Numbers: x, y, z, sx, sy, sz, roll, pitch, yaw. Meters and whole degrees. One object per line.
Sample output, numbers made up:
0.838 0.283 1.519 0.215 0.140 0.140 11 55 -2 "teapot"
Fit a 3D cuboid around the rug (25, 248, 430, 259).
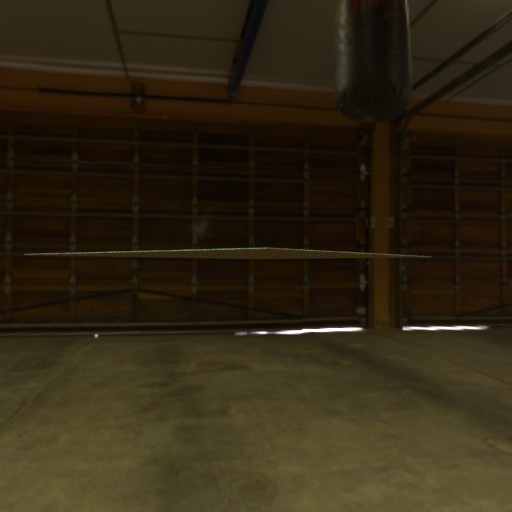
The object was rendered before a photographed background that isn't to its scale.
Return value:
0.000 0.000 4.270 2.443 0.007 3.200 -1 -1 36 "rug"
